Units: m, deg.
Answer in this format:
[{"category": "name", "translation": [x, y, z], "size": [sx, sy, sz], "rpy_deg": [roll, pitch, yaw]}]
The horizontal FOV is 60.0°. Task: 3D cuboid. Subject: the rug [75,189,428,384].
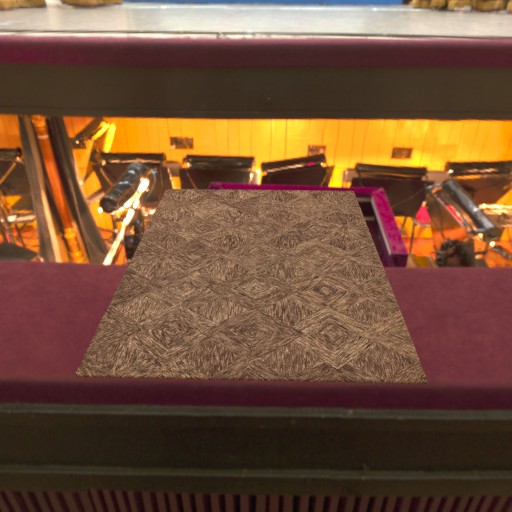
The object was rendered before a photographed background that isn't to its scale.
[{"category": "rug", "translation": [0.000, 0.000, 4.398], "size": [2.448, 0.017, 3.204], "rpy_deg": [1, 32, 1]}]
